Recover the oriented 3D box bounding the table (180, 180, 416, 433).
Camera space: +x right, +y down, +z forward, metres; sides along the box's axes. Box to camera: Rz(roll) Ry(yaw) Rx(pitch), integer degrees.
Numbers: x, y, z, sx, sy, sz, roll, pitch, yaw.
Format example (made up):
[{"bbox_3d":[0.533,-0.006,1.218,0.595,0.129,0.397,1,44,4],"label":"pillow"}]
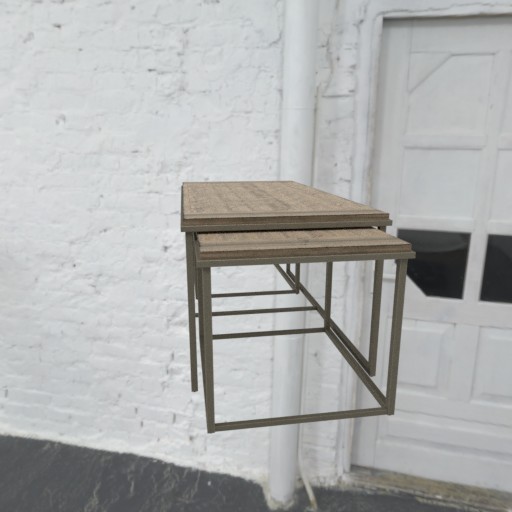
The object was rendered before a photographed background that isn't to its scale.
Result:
[{"bbox_3d":[0.000,0.000,1.514,0.489,0.427,1.312,-2,14,-9],"label":"table"}]
